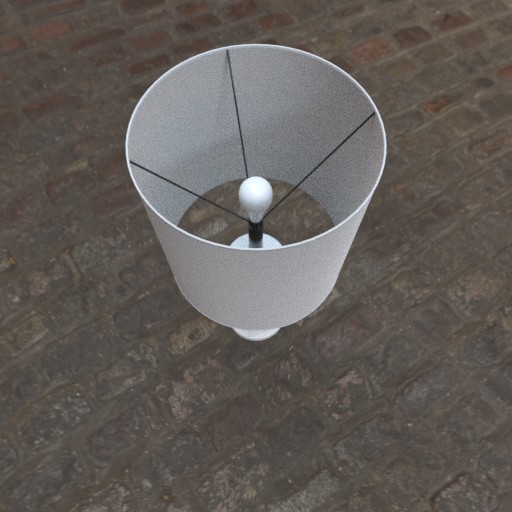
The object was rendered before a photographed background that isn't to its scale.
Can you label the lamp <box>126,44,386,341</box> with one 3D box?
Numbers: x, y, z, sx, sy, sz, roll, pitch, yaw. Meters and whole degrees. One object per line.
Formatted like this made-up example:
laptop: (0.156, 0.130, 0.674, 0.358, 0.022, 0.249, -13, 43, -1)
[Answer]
lamp: (0.000, 0.000, 0.562, 0.208, 0.455, 0.208, -31, 68, -14)
